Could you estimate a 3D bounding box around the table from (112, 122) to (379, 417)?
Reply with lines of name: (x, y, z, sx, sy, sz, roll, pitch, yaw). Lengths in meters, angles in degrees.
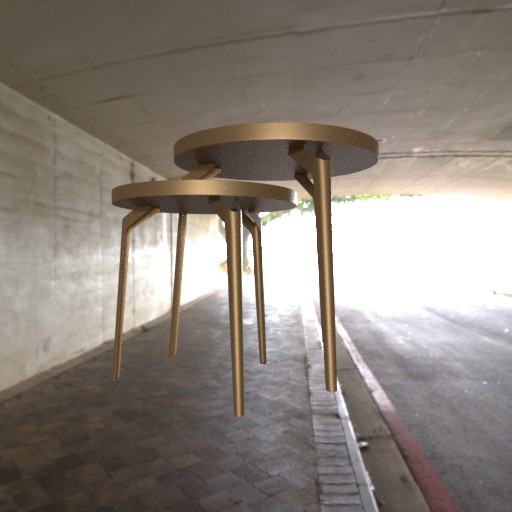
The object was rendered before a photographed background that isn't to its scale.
table: (0.000, 0.000, 1.114, 0.532, 0.555, 0.751, 0, 1, 38)
